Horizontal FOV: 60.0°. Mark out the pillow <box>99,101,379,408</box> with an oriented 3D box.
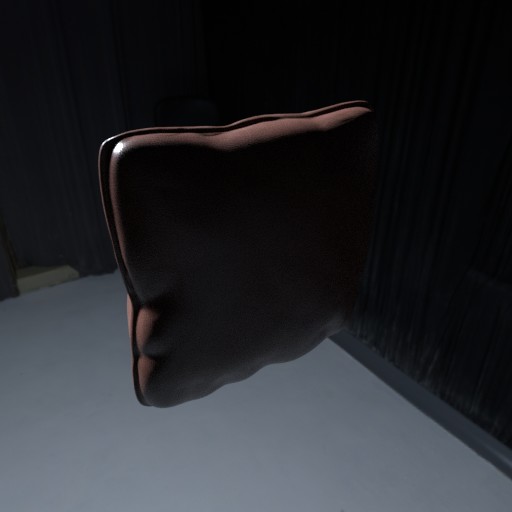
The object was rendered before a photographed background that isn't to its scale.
[{"bbox_3d":[0.000,0.000,0.838,0.532,0.523,0.236,-17,33,-28],"label":"pillow"}]
